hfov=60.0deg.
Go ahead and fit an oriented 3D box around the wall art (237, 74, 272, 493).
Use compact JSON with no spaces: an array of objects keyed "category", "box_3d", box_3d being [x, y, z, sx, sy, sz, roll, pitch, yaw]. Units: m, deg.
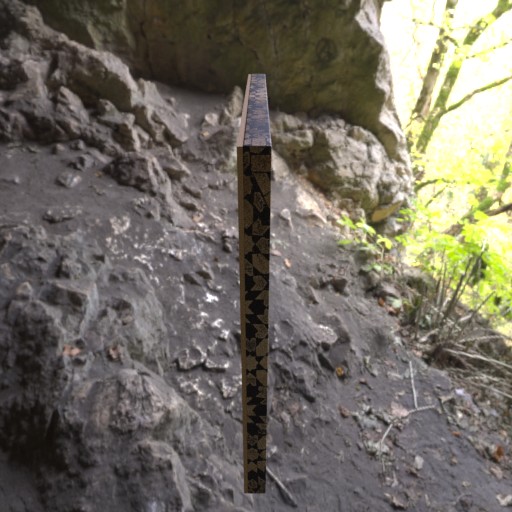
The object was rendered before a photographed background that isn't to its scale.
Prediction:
[{"category":"wall art","box_3d":[0.000,0.000,0.893,0.038,0.612,0.612,0,29,0]}]
